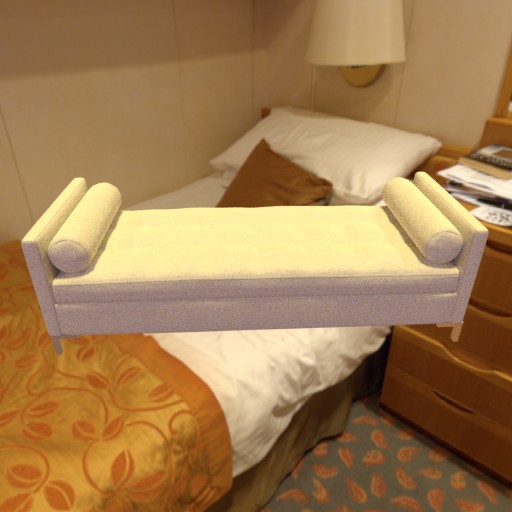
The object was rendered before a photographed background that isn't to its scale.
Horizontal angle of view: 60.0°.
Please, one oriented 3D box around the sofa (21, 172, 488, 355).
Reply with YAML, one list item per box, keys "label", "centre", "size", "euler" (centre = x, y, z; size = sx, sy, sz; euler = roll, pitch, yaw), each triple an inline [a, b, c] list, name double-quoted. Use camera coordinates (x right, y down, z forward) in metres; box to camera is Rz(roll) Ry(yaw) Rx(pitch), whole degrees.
- label: "sofa"
  centre: [0.000, 0.000, 2.436]
  size: [2.102, 0.655, 0.797]
  euler: [-1, 31, -2]
